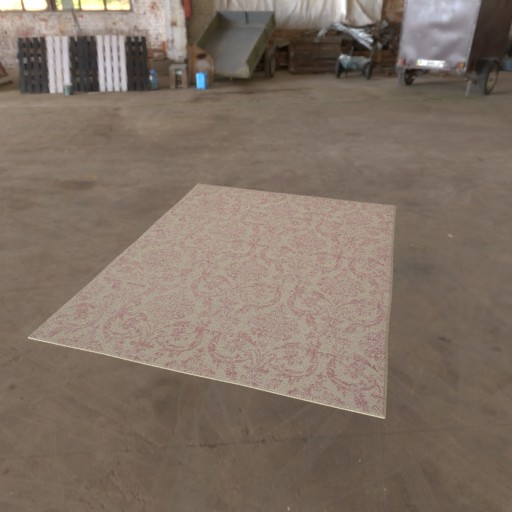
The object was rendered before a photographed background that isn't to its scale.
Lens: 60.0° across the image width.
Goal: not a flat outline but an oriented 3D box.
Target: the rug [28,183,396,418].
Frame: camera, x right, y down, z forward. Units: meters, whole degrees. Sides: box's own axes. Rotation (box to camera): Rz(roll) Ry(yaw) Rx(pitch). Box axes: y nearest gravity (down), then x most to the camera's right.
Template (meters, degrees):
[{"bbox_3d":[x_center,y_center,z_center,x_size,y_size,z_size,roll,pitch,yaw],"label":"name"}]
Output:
[{"bbox_3d":[0.000,0.000,3.960,2.363,0.012,2.980,8,32,14],"label":"rug"}]
